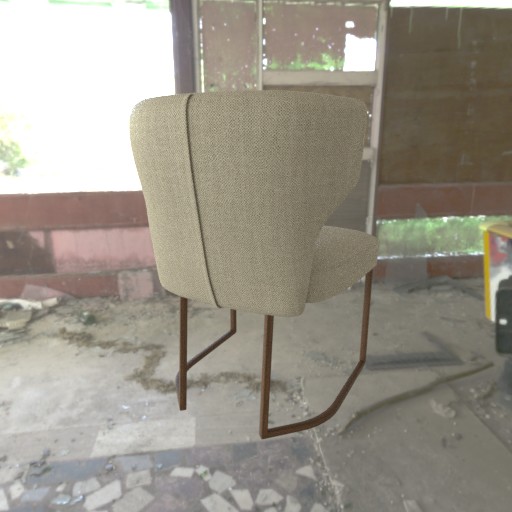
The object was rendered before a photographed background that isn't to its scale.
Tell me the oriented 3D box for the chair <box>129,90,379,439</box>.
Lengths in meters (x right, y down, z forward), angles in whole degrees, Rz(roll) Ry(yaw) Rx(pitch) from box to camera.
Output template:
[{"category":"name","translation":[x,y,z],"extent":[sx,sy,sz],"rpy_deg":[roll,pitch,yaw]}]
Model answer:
[{"category":"chair","translation":[0.000,0.000,1.235],"extent":[0.611,0.824,0.617],"rpy_deg":[8,18,27]}]
